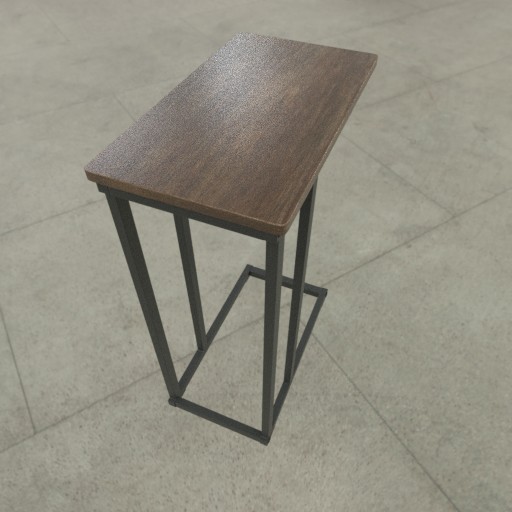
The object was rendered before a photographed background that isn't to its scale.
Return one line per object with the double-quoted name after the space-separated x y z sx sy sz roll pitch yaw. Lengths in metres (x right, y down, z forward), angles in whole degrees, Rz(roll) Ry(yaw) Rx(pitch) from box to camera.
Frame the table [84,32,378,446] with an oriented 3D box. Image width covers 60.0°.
0.000 0.000 0.858 0.254 0.637 0.450 17 49 15 "table"
